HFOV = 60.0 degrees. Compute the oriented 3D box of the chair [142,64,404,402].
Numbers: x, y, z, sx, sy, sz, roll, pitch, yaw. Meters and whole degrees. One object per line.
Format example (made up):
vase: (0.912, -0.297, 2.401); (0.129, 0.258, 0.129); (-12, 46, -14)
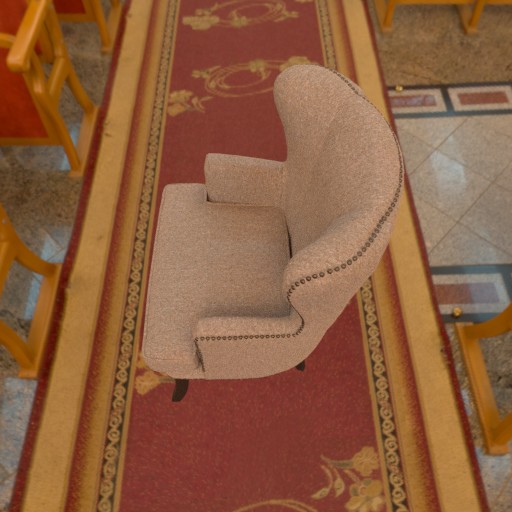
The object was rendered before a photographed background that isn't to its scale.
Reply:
chair: (0.000, 0.000, 1.579); (0.758, 1.060, 0.759); (0, 58, 0)
